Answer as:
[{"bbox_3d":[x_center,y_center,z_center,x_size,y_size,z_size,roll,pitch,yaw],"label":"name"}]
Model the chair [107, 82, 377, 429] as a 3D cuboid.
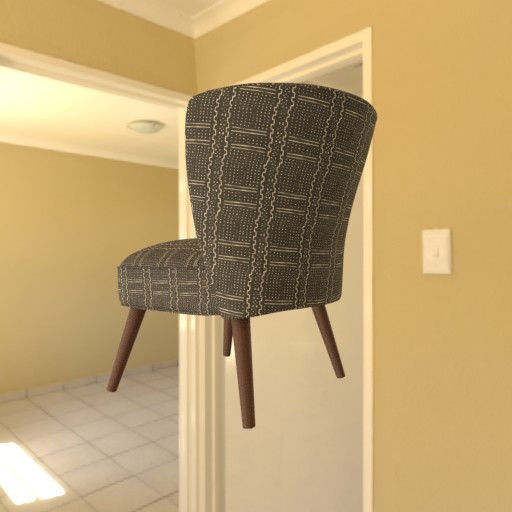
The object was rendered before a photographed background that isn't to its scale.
[{"bbox_3d":[0.000,0.000,1.425,0.758,0.866,0.710,1,1,35],"label":"chair"}]
